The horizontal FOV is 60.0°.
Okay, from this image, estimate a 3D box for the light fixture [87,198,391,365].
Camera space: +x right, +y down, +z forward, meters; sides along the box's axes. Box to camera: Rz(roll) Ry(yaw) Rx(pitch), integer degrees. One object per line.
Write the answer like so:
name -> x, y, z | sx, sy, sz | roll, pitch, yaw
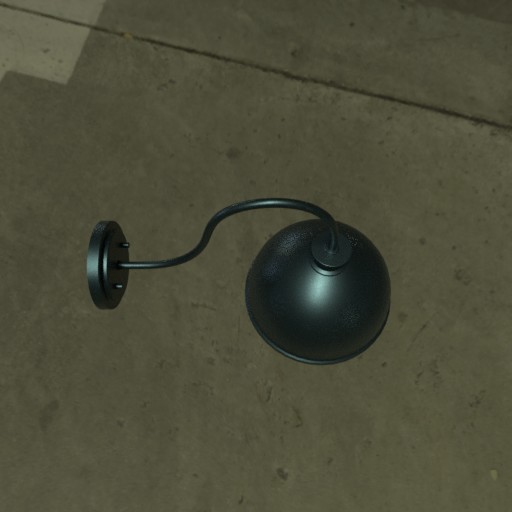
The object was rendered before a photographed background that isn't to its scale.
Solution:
light fixture -> 0.000, 0.000, 0.649 | 0.467, 0.295, 0.253 | 0, 64, 0
